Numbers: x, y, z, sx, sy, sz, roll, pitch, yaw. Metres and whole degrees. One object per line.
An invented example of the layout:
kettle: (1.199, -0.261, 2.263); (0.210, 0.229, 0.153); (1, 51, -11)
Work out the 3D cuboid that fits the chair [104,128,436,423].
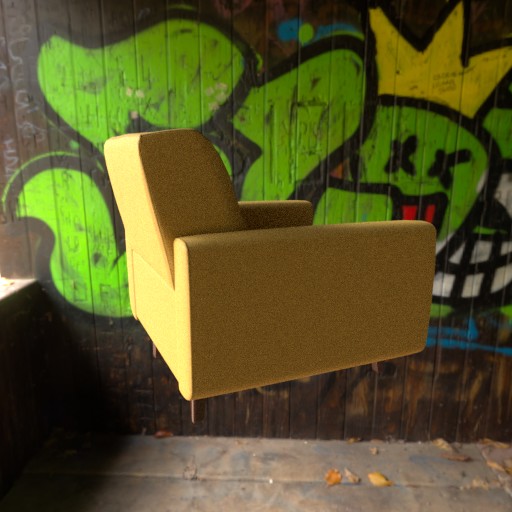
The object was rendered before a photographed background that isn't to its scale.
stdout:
chair: (0.000, 0.000, 1.572); (0.909, 0.841, 0.831); (-6, 14, -25)
